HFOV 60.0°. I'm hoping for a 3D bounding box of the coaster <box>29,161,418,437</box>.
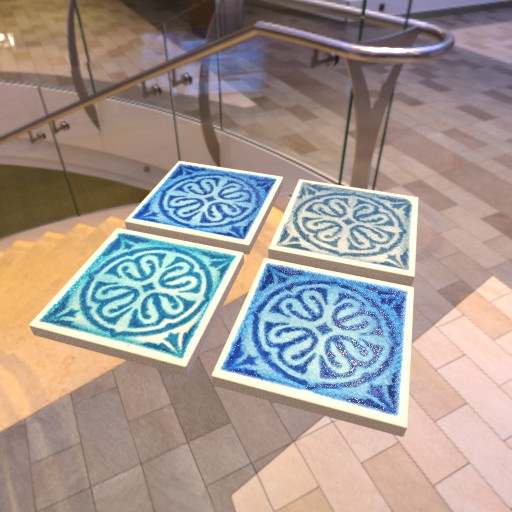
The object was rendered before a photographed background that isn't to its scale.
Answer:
[{"bbox_3d":[0.000,0.000,0.320,0.219,0.010,0.214,11,41,13],"label":"coaster"}]
